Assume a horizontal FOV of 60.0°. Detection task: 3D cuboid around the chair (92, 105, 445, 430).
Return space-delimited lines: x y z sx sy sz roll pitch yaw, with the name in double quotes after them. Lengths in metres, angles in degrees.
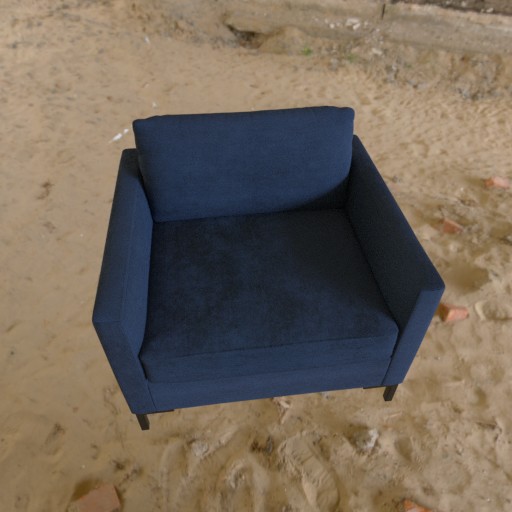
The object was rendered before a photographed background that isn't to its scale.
0.000 0.000 1.584 0.964 0.812 0.875 -5 44 -5 "chair"
